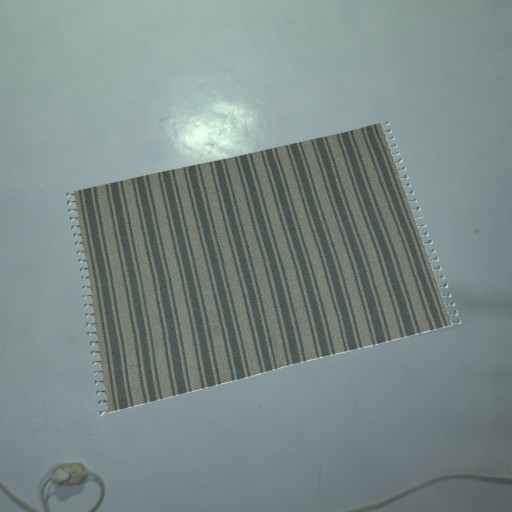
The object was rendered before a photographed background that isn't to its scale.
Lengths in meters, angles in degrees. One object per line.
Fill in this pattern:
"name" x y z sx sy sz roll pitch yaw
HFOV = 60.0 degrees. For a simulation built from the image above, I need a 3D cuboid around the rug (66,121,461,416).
"rug" 0.000 0.000 3.026 2.410 0.011 1.539 -13 76 -3
